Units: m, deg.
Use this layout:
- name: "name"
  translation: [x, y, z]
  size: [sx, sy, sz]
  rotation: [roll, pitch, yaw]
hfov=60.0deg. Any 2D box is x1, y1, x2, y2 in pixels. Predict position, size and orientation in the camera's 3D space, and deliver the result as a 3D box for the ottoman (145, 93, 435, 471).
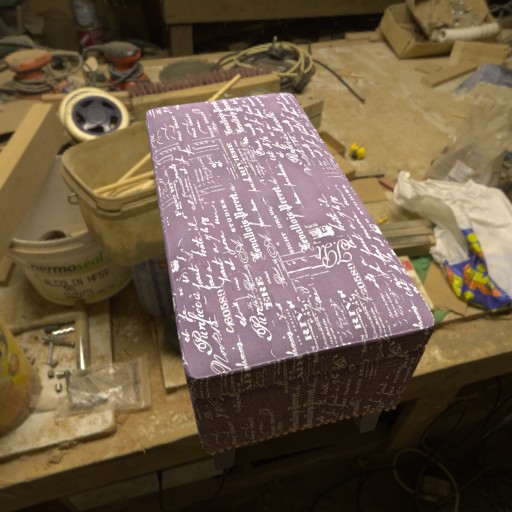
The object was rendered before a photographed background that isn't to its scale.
- name: "ottoman"
  translation: [0.000, 0.000, 1.068]
  size: [0.406, 0.457, 0.813]
  rotation: [-10, 48, -10]
